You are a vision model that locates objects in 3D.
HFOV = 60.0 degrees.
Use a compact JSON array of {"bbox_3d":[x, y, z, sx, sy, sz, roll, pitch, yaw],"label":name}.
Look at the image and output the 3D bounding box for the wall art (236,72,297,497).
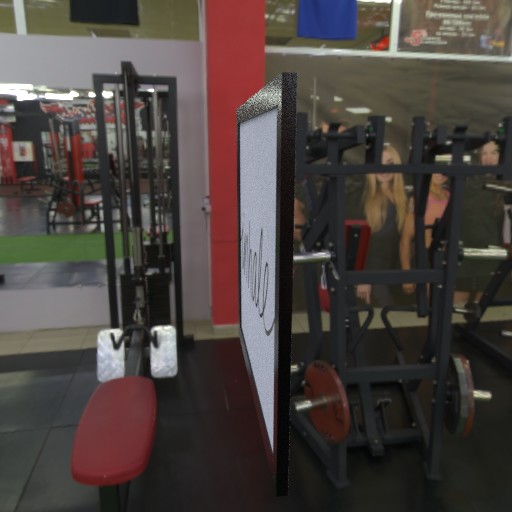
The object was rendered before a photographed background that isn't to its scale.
[{"bbox_3d":[0.000,0.000,0.657,0.014,0.445,0.446,-2,14,-7],"label":"wall art"}]
